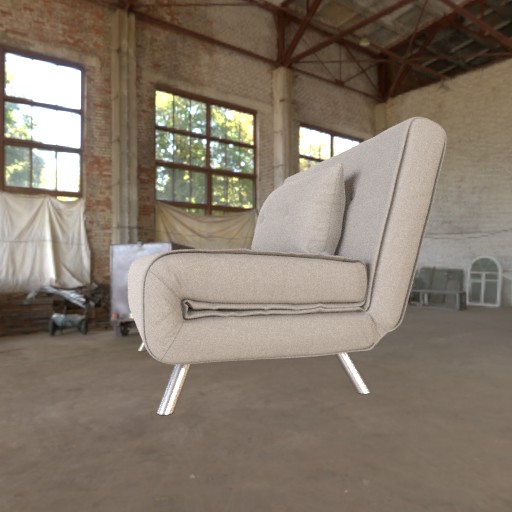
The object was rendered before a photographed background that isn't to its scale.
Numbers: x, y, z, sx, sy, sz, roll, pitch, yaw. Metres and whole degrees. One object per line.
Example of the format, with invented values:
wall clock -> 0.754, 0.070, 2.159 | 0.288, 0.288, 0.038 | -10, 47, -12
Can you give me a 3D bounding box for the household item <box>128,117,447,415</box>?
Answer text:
household item -> 0.000, 0.000, 1.626 | 0.874, 0.800, 1.000 | 0, -1, -18
